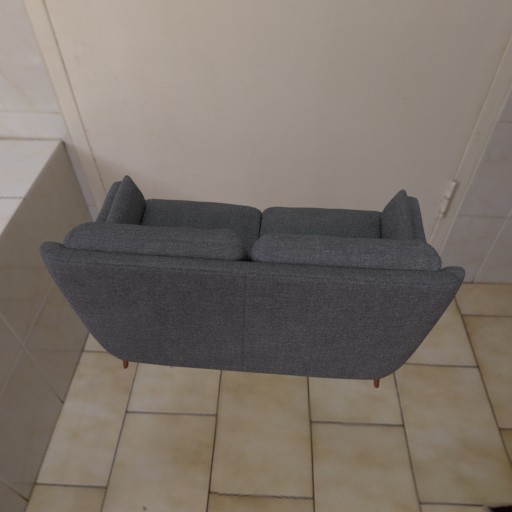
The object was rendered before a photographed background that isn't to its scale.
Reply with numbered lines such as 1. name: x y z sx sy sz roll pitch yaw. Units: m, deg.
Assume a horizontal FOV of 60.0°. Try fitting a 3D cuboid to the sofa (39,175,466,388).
1. sofa: 0.000 0.000 2.179 1.646 0.887 0.976 4 47 3
